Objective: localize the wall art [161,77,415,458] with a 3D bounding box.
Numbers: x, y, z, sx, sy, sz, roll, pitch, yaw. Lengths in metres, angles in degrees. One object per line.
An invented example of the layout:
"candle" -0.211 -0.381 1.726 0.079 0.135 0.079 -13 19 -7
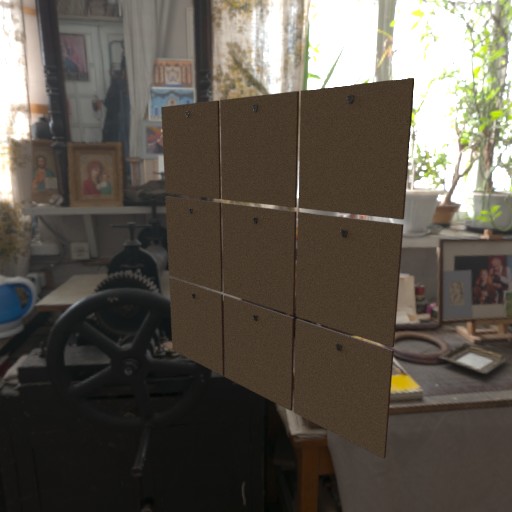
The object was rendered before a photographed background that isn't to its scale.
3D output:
"wall art" 0.000 0.000 2.242 1.533 1.532 0.019 13 18 43
